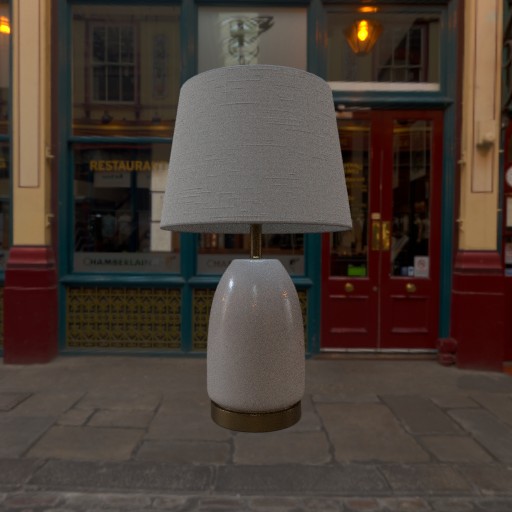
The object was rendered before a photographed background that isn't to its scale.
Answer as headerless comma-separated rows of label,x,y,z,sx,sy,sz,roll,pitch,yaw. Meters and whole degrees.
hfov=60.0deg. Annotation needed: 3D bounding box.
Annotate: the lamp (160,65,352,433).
lamp,0.000,0.000,0.672,0.285,0.483,0.285,0,0,0
